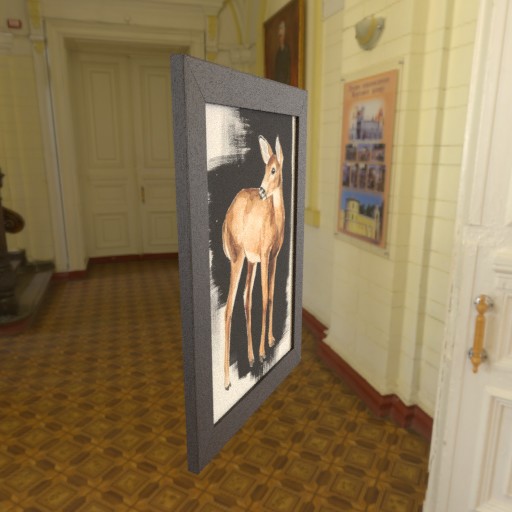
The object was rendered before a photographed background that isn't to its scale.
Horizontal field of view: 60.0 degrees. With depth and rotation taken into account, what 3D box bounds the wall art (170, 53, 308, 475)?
[{"bbox_3d":[0.000,0.000,0.679,0.017,0.513,0.359,7,16,27],"label":"wall art"}]
